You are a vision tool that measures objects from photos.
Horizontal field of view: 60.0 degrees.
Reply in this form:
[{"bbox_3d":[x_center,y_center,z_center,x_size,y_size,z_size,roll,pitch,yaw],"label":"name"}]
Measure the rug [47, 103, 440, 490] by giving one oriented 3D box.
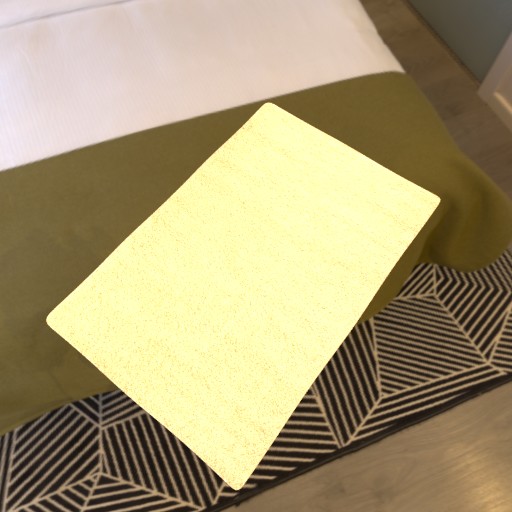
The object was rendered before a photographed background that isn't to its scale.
[{"bbox_3d":[0.000,0.000,3.430,1.798,0.025,2.698,35,68,16],"label":"rug"}]
